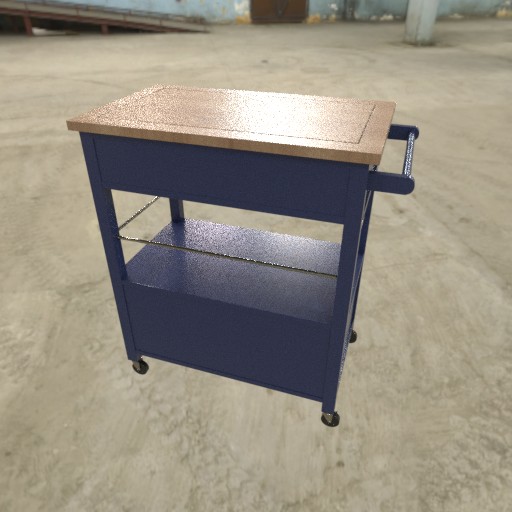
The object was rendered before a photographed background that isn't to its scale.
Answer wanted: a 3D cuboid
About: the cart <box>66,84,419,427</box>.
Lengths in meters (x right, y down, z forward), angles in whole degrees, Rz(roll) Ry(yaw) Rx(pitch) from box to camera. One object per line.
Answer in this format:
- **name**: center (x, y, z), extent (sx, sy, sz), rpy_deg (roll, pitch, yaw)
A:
- **cart**: center (0.000, 0.000, 1.410), extent (0.840, 0.901, 0.459), rpy_deg (10, 34, 16)
